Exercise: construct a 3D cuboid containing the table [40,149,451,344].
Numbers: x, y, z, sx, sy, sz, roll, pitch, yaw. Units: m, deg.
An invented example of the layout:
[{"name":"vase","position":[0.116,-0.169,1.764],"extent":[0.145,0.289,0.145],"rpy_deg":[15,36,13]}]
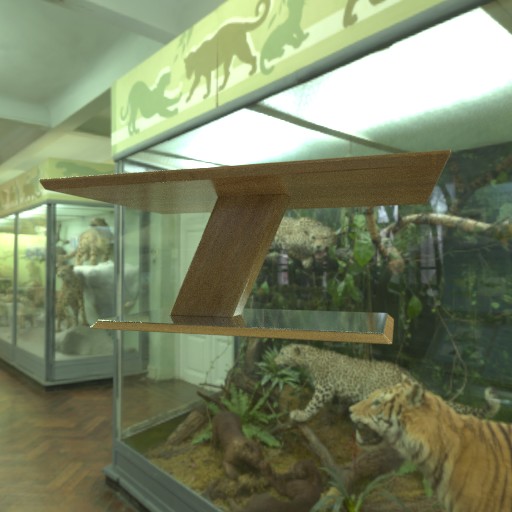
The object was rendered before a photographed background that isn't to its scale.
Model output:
[{"name":"table","position":[0.000,0.000,1.445],"extent":[1.100,0.441,0.692],"rpy_deg":[0,-1,18]}]
